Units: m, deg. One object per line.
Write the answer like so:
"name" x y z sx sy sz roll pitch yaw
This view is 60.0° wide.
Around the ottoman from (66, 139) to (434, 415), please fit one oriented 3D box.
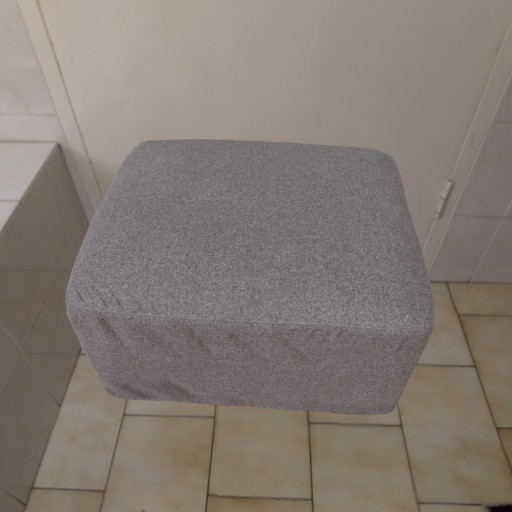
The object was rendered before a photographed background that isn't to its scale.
"ottoman" 0.000 0.000 1.244 0.837 0.481 0.683 3 46 3
